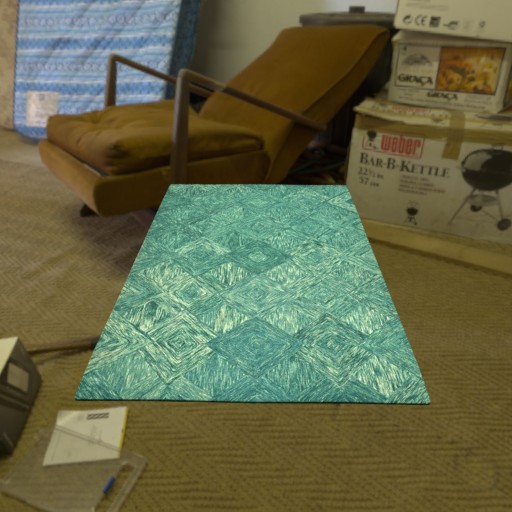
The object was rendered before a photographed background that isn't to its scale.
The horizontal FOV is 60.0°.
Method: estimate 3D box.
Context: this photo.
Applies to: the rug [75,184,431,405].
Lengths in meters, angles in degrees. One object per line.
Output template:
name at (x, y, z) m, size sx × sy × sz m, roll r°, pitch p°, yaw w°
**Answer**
rug at (0.000, 0.000, 2.121) m, size 1.136 × 0.017 × 1.728 m, roll 0°, pitch 32°, yaw 1°
